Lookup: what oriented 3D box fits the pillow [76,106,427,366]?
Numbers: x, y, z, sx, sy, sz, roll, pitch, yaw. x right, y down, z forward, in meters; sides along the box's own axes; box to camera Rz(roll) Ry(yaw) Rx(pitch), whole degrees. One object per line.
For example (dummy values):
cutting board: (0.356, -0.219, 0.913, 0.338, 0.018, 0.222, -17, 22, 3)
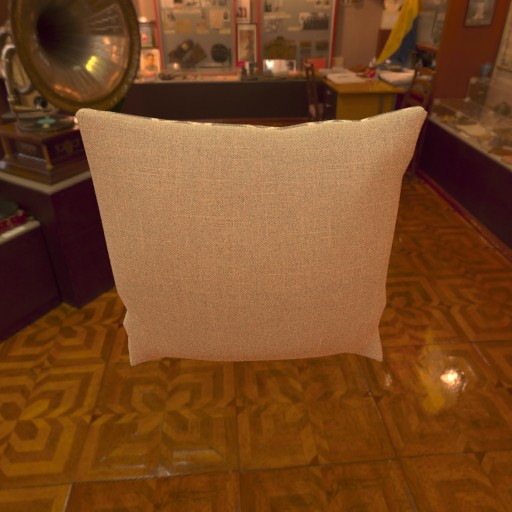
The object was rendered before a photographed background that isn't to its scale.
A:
pillow: (0.000, 0.000, 0.764, 0.508, 0.498, 0.215, -1, 31, -2)
